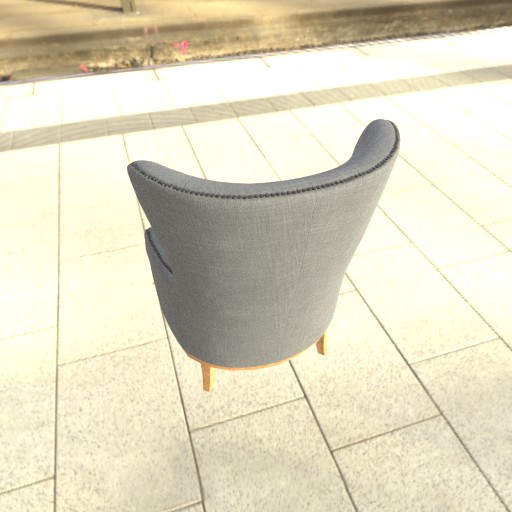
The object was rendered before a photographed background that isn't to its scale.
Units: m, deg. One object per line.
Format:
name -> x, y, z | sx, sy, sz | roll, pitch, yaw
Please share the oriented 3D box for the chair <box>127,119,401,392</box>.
chair -> 0.000, 0.000, 1.817 | 0.864, 1.176, 0.883 | -14, 43, -15
